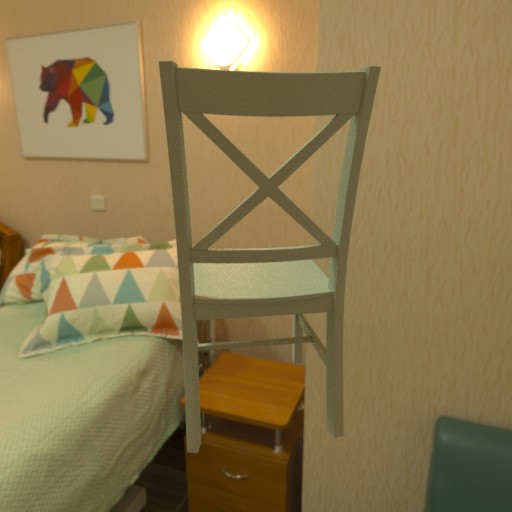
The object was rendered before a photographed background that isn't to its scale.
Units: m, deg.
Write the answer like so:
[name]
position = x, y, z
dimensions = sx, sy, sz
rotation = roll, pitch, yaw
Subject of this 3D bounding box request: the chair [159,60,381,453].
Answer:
[chair]
position = 0.000, 0.000, 1.312
dimensions = 0.485, 0.983, 0.542
rotation = -2, 15, -9
